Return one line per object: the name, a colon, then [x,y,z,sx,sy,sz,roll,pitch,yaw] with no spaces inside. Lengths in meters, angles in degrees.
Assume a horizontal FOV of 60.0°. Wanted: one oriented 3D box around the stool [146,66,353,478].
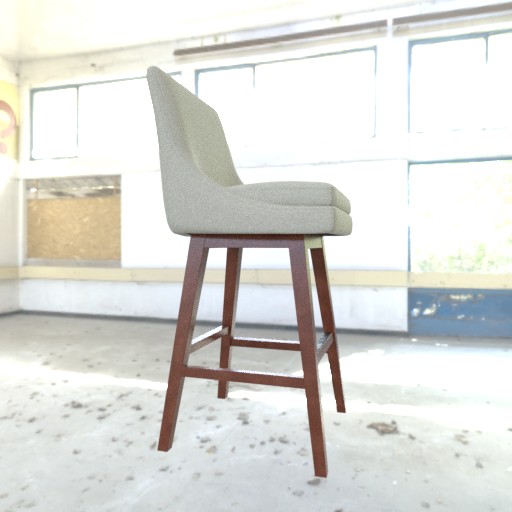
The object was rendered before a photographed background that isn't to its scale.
stool: [0.000,0.000,1.392,0.559,1.092,0.470,1,2,18]
